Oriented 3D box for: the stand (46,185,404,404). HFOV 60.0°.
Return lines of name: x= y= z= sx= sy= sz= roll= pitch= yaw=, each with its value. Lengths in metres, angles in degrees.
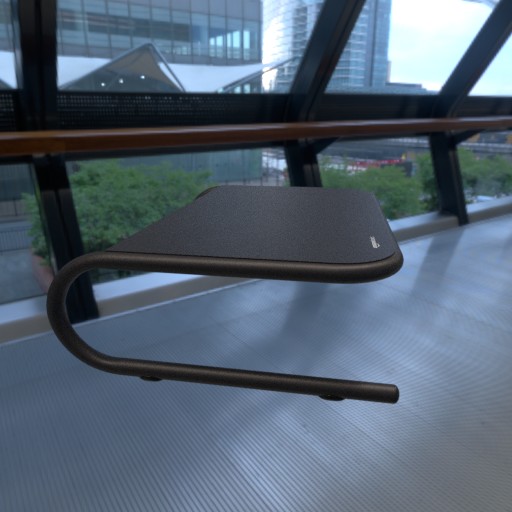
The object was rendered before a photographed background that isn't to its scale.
stand: x=0.000 y=0.000 z=0.505 sx=0.280 sy=0.108 sz=0.370 roll=3 pitch=17 yaw=10
